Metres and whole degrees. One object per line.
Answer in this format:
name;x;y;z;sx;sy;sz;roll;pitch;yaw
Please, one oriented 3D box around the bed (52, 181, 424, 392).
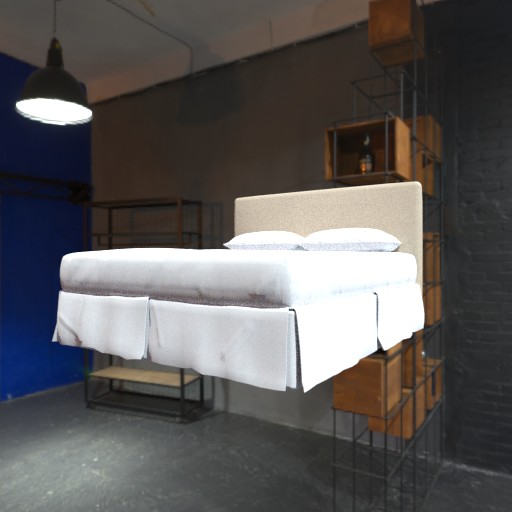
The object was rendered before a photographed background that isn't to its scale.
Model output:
bed;0.000;0.000;3.559;2.119;1.317;2.319;0;0;35
